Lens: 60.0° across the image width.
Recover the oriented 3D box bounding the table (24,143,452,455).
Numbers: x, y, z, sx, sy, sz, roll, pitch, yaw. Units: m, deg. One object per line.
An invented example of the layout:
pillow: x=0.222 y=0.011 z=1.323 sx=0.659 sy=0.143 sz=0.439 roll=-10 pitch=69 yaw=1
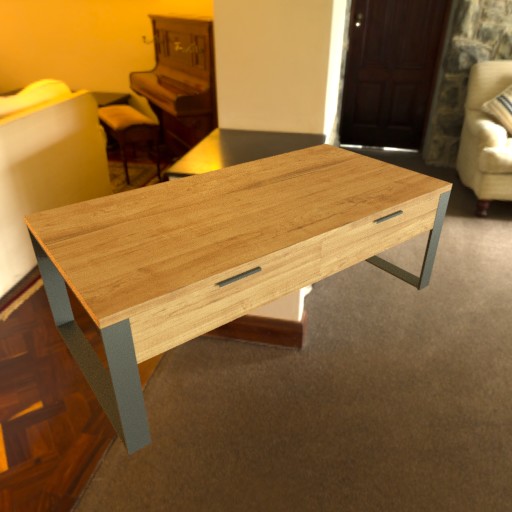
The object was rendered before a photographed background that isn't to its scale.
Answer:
table: x=0.000 y=0.000 z=1.440 sx=1.180 sy=0.400 sz=0.590 roll=-21 pitch=36 yaw=-31
